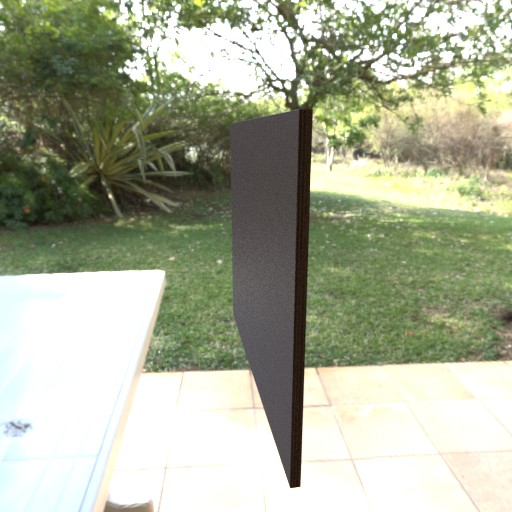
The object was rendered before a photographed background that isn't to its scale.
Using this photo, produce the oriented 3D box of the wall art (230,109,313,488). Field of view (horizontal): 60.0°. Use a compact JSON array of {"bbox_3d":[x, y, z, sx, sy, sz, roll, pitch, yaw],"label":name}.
[{"bbox_3d":[0.000,0.000,0.688,0.013,0.406,0.508,-3,15,-10],"label":"wall art"}]
